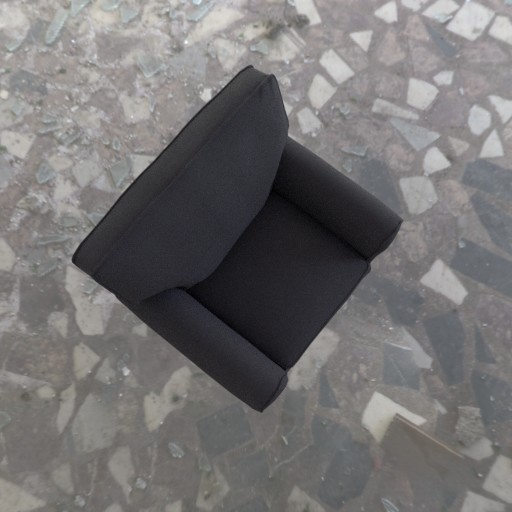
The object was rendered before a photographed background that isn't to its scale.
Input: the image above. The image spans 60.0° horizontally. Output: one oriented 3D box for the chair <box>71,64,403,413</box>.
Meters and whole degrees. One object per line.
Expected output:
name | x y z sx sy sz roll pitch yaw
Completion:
chair | 0.000 0.000 2.077 1.002 1.140 1.119 37 78 9
